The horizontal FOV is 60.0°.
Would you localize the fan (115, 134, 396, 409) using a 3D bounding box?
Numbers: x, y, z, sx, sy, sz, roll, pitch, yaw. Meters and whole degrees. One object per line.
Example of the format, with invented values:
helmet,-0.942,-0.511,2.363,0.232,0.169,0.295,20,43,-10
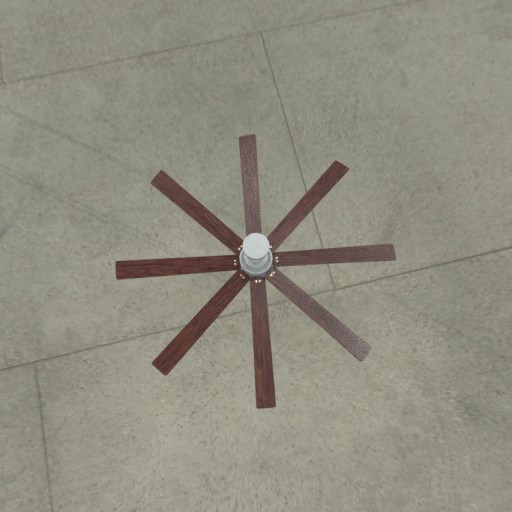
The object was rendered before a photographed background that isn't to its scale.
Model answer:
fan,0.000,0.000,2.769,1.830,0.472,1.830,40,79,9
